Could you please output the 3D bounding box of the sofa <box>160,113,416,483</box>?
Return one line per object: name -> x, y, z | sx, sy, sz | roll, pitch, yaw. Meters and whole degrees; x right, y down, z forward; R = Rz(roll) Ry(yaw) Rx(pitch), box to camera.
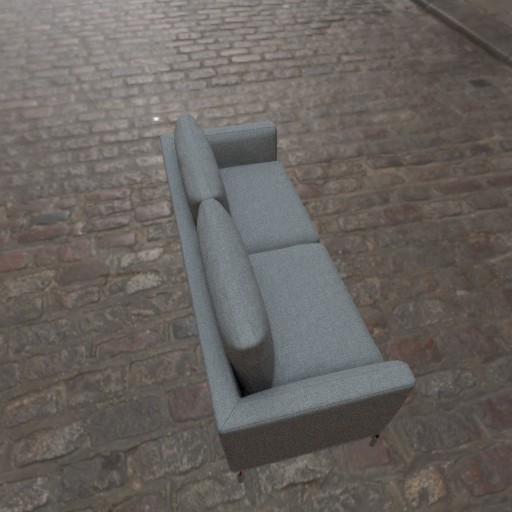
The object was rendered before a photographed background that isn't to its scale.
sofa -> 0.000, 0.000, 2.679 | 0.869, 1.002, 2.212 | -11, 47, -10
